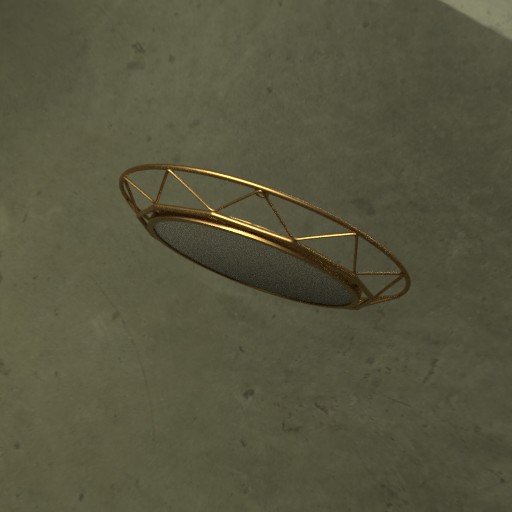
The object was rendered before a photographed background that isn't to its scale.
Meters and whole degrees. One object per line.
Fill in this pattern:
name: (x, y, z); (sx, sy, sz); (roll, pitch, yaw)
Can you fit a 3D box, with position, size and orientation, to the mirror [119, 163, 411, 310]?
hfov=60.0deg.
mirror: (0.000, 0.000, 0.680); (0.454, 0.454, 0.043); (19, 77, 5)
